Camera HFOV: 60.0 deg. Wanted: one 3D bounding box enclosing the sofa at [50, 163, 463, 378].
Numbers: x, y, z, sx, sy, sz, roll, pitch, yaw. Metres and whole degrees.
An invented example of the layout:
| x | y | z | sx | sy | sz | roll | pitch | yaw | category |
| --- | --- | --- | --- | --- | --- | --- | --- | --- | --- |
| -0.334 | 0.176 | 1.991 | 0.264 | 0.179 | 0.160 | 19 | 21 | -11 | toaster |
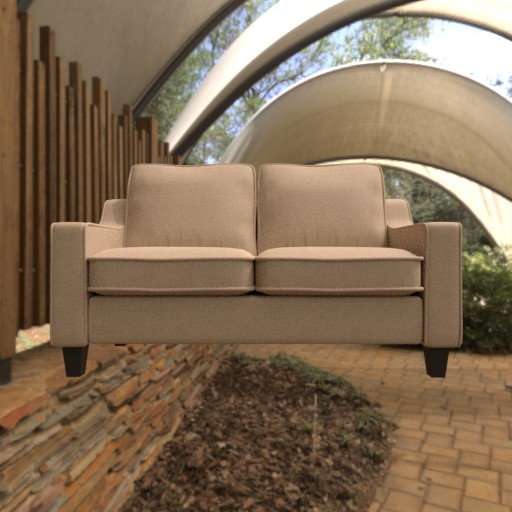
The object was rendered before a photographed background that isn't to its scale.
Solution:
| x | y | z | sx | sy | sz | roll | pitch | yaw | category |
| --- | --- | --- | --- | --- | --- | --- | --- | --- | --- |
| 0.000 | 0.000 | 3.388 | 2.587 | 1.562 | 1.351 | 0 | 0 | 0 | sofa |
